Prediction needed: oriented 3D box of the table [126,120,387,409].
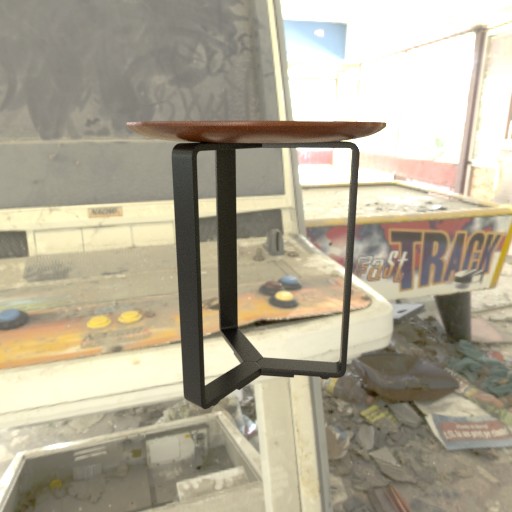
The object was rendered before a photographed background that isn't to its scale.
[{"bbox_3d":[0.000,0.000,0.782,0.410,0.450,0.380,2,16,8],"label":"table"}]
